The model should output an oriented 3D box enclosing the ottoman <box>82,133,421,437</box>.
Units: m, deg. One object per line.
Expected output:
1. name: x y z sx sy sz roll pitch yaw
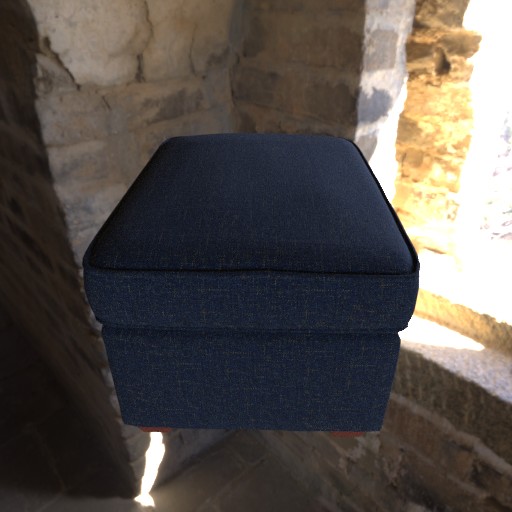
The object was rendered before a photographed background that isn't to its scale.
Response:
1. ottoman: 0.000 0.000 1.066 0.549 0.450 0.749 1 31 1
